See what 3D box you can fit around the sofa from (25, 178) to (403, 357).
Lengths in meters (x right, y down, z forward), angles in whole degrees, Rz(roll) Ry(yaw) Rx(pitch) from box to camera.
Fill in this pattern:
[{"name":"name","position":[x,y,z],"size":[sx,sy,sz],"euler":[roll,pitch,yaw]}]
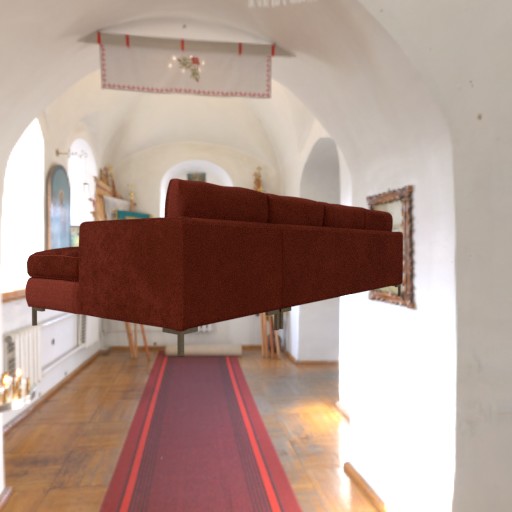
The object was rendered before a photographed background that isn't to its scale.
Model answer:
[{"name":"sofa","position":[0.000,0.000,3.452],"size":[1.350,0.810,2.932],"euler":[1,2,37]}]
